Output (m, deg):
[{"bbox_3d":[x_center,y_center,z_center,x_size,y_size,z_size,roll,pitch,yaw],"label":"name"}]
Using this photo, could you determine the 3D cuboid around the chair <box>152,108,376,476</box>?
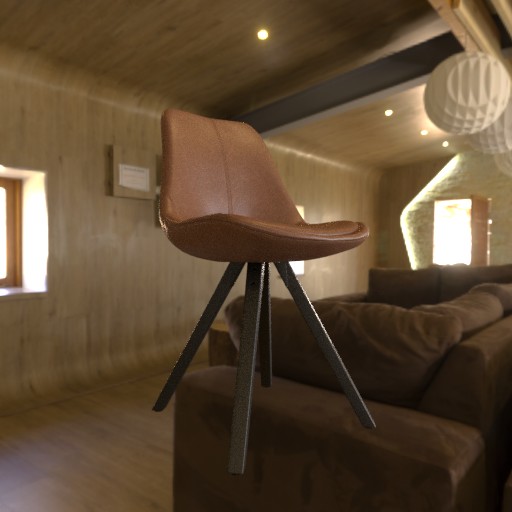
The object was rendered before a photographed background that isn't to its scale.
[{"bbox_3d":[0.000,0.000,1.156,0.475,0.850,0.550,0,1,-35],"label":"chair"}]
